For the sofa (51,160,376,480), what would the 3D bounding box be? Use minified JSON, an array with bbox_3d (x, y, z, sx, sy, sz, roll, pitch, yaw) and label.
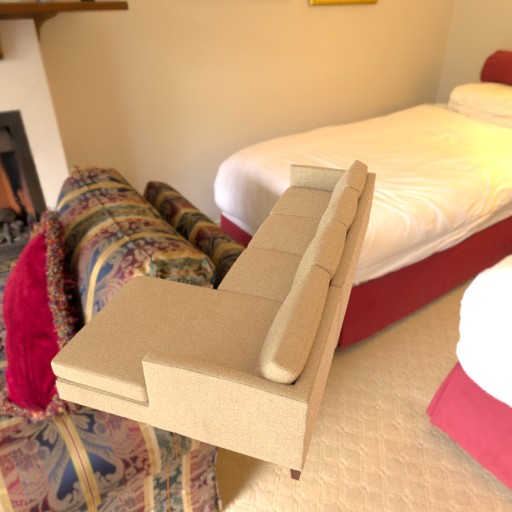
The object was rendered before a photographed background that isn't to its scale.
[{"bbox_3d":[0.000,0.000,3.755,1.625,0.846,3.186,10,33,16],"label":"sofa"}]
